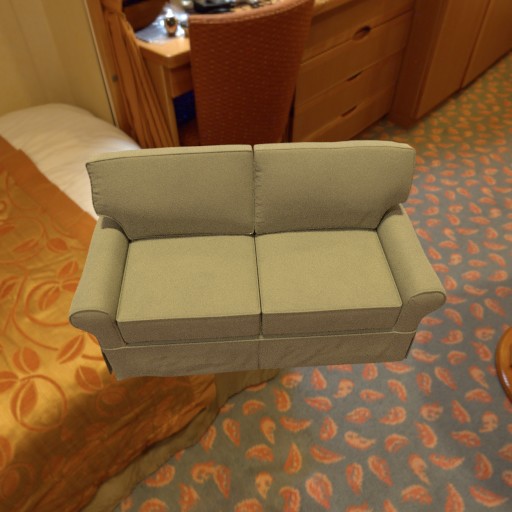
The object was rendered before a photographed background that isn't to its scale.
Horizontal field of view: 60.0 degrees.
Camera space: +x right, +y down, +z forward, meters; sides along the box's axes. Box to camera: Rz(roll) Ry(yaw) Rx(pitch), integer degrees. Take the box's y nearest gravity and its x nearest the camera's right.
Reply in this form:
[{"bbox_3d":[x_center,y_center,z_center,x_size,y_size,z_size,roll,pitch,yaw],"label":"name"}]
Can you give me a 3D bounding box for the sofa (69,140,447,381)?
[{"bbox_3d":[0.000,0.000,2.401,1.823,1.024,0.841,-3,46,-3],"label":"sofa"}]
